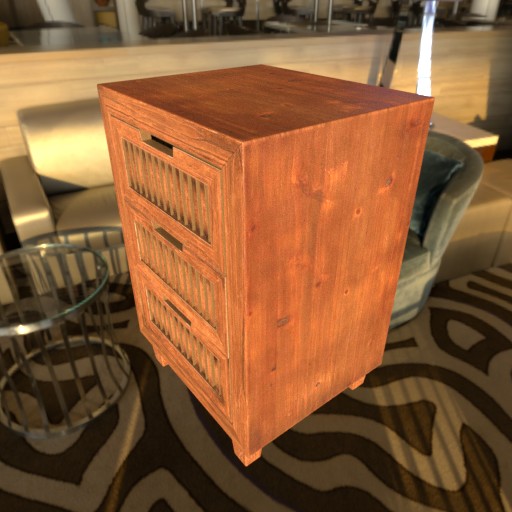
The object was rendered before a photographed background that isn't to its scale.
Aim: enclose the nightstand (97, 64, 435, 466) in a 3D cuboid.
[{"bbox_3d":[0.000,0.000,0.973,0.410,0.695,0.465,-22,38,-32],"label":"nightstand"}]
